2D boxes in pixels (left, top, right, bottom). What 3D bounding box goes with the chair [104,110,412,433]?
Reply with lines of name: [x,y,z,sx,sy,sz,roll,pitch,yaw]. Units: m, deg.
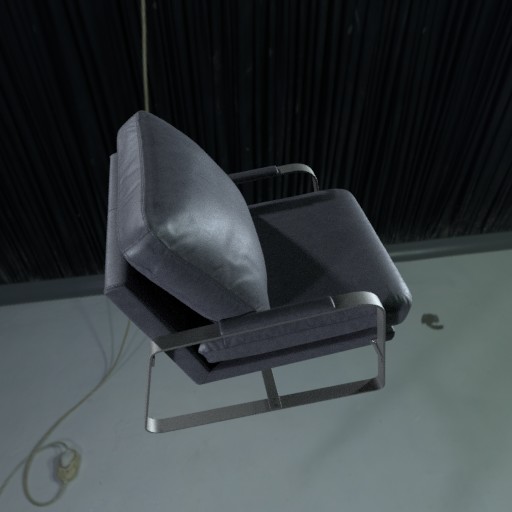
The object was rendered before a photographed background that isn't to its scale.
chair: [0.000,0.000,1.477,0.878,0.839,0.692,-8,46,-8]
